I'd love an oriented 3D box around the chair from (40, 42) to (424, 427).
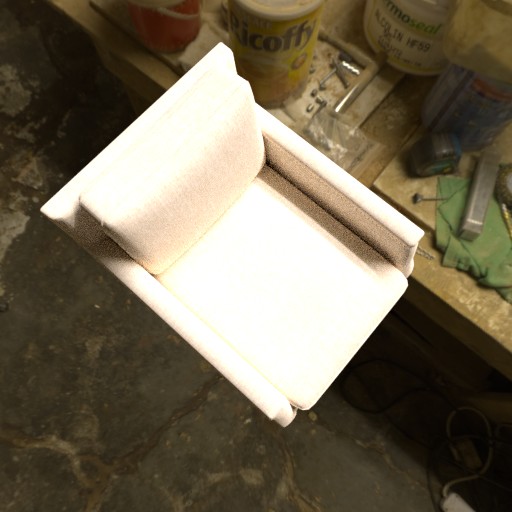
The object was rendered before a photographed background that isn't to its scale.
[{"bbox_3d":[0.000,0.000,1.735,1.041,0.940,0.838,40,78,10],"label":"chair"}]
